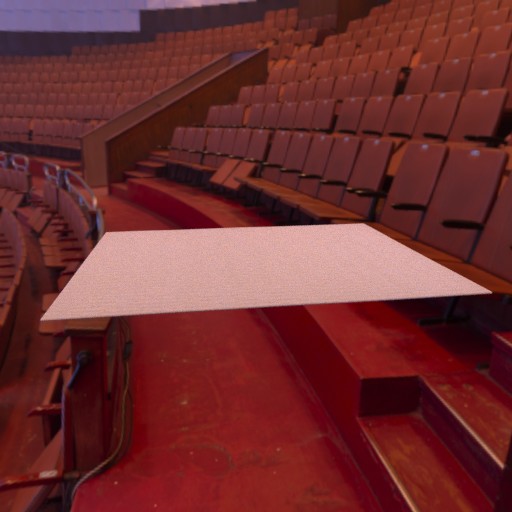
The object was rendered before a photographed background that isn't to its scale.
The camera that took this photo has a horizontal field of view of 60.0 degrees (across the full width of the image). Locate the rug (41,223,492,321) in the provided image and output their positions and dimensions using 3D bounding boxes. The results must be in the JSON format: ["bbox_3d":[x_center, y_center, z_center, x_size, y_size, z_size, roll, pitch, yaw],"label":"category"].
[{"bbox_3d":[0.000,0.000,4.086,3.055,0.021,2.410,-2,16,-8],"label":"rug"}]
